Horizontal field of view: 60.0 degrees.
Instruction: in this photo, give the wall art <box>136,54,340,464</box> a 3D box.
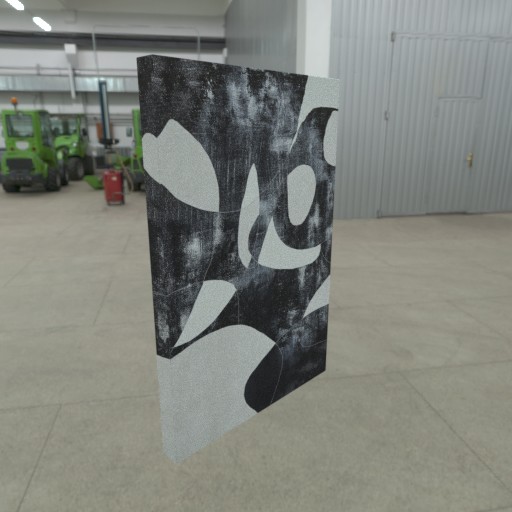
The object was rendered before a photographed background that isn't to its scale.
[{"bbox_3d":[0.000,0.000,0.784,0.039,0.610,0.407,15,22,42],"label":"wall art"}]
